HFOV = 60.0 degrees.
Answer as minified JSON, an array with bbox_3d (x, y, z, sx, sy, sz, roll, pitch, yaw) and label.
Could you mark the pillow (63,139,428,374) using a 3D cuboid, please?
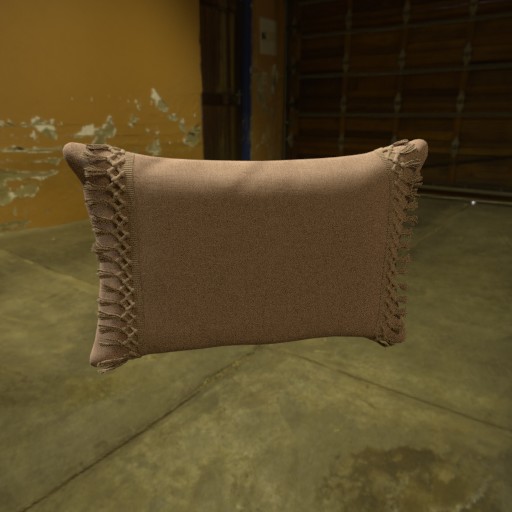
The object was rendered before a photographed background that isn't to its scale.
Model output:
[{"bbox_3d":[0.000,0.000,0.600,0.466,0.305,0.084,-2,17,-8],"label":"pillow"}]
